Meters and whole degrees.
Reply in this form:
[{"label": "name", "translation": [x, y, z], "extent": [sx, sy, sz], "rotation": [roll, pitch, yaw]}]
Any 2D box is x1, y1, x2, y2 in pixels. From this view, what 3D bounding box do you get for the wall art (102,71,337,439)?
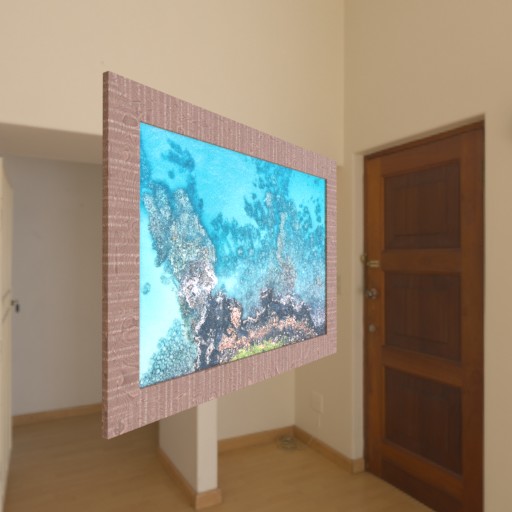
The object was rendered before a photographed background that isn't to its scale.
[{"label": "wall art", "translation": [0.000, 0.000, 1.343], "extent": [0.020, 0.761, 1.056], "rotation": [0, 0, 36]}]
